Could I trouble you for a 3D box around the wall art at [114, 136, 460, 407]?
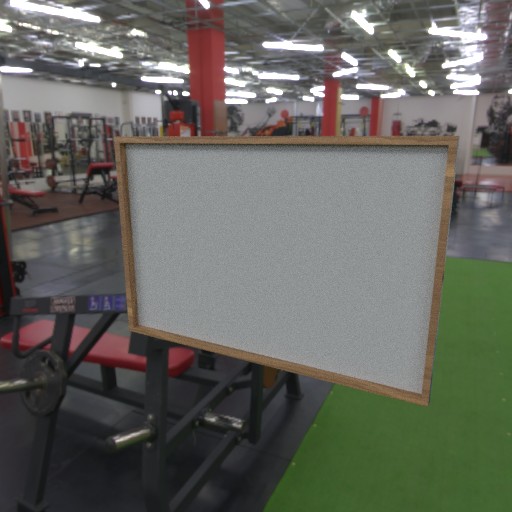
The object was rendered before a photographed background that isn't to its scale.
[{"bbox_3d":[0.000,0.000,1.450,1.137,0.756,0.034,8,17,27],"label":"wall art"}]
